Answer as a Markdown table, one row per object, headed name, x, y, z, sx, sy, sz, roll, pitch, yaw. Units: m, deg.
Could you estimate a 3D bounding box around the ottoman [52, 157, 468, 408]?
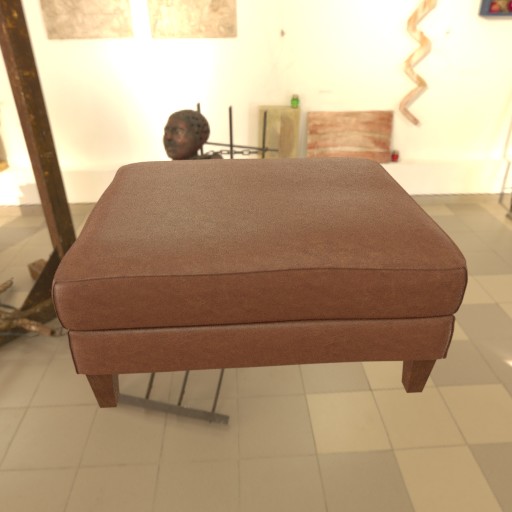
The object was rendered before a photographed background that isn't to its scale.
| name | x | y | z | sx | sy | sz | roll | pitch | yaw |
| --- | --- | --- | --- | --- | --- | --- | --- | --- | --- |
| ottoman | 0.000 | 0.000 | 1.442 | 0.987 | 0.472 | 0.836 | -2 | 30 | -3 |
